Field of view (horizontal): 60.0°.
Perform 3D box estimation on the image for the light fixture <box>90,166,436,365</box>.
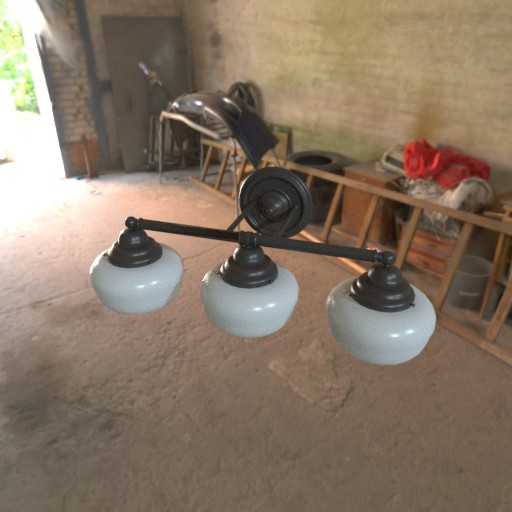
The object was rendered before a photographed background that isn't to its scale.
[{"bbox_3d":[0.000,0.000,0.751,0.587,0.242,0.239,8,29,15],"label":"light fixture"}]
